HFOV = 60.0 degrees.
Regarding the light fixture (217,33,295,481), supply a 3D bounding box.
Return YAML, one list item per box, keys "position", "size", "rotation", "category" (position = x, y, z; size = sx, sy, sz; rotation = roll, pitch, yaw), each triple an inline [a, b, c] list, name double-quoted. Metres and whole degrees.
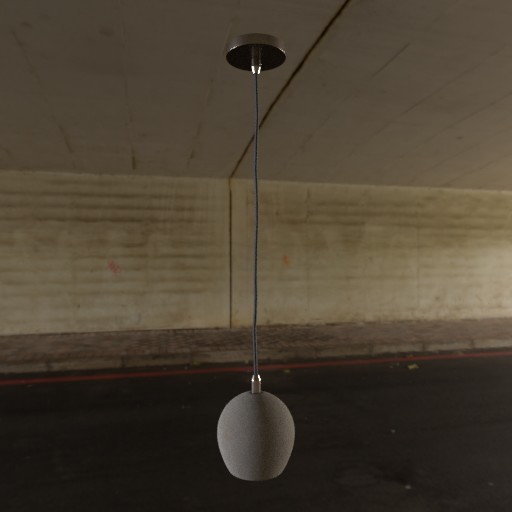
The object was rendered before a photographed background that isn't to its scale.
- position: [0.000, 0.000, 0.808]
  size: [0.139, 0.764, 0.139]
  rotation: [0, -1, 18]
  category: "light fixture"
